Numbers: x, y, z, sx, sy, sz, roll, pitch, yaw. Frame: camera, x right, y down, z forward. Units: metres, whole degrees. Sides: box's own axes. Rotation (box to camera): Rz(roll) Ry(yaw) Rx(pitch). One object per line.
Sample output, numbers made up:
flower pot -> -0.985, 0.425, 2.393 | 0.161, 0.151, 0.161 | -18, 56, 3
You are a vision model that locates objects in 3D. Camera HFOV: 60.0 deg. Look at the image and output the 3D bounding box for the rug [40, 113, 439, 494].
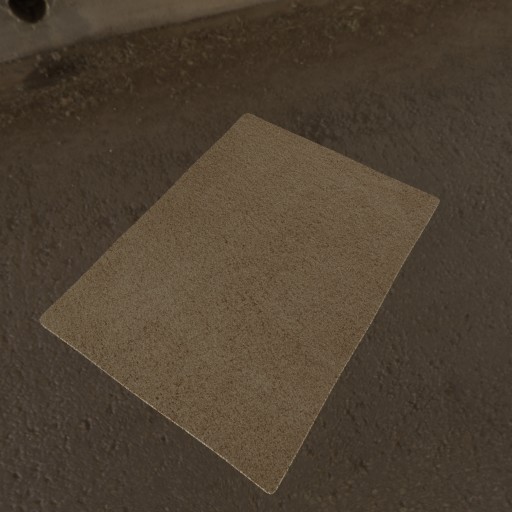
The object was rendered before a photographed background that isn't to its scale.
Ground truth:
rug -> 0.000, 0.000, 2.086 | 1.199, 0.025, 1.600 | 29, 62, 17
